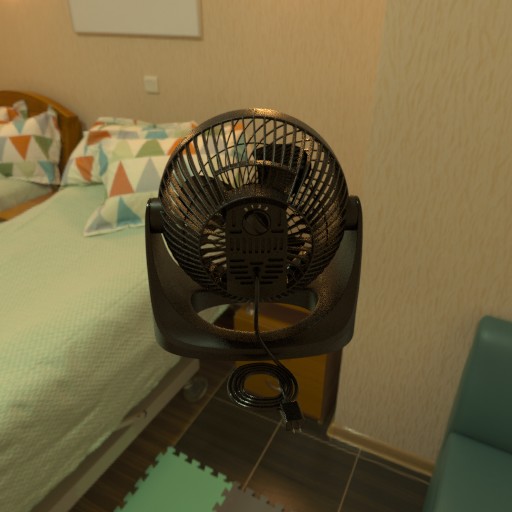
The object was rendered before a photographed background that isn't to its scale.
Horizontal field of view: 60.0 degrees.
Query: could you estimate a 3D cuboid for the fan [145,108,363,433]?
[{"bbox_3d":[0.000,0.000,0.490,0.273,0.277,0.256,-1,29,-2],"label":"fan"}]
